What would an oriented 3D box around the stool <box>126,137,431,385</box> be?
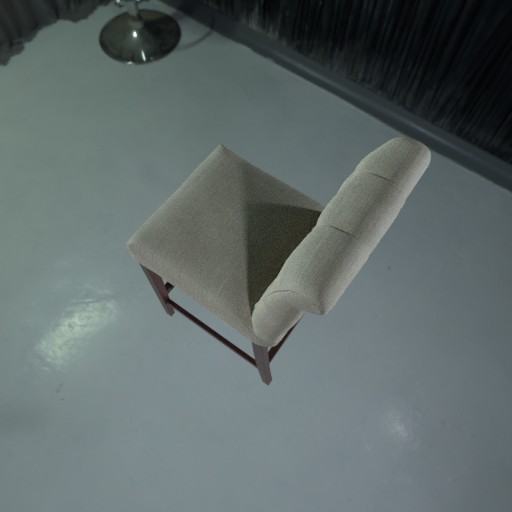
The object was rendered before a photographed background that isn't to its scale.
[{"bbox_3d":[0.000,0.000,1.443,0.660,1.084,0.486,33,68,15],"label":"stool"}]
